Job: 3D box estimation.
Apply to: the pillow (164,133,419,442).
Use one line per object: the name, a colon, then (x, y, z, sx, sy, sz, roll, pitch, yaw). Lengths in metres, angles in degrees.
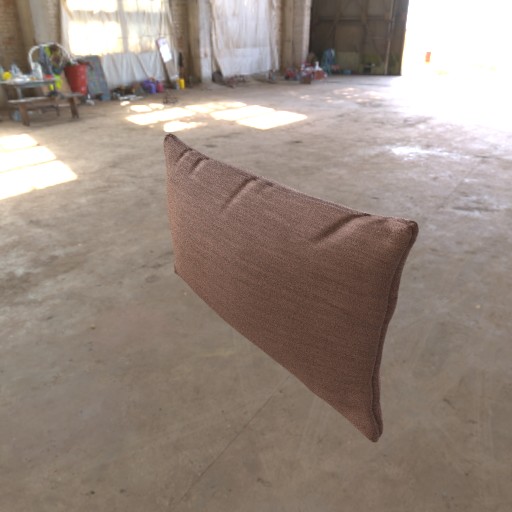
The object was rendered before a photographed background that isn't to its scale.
pillow: (0.000, 0.000, 0.797, 0.210, 0.338, 0.633, -18, 32, -32)
